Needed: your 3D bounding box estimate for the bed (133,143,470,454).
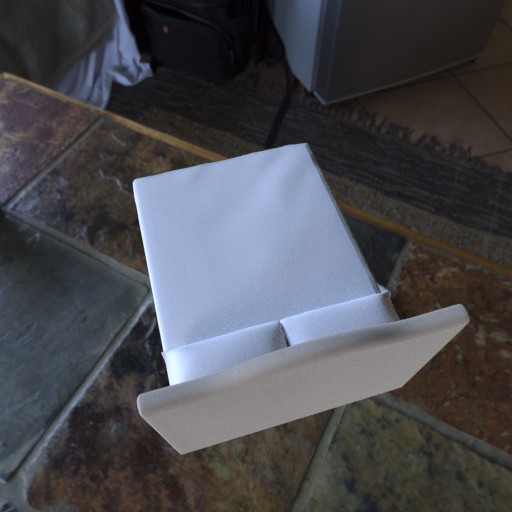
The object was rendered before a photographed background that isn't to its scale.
[{"bbox_3d":[0.000,0.000,3.117,1.678,1.398,2.052,-14,60,-8],"label":"bed"}]
